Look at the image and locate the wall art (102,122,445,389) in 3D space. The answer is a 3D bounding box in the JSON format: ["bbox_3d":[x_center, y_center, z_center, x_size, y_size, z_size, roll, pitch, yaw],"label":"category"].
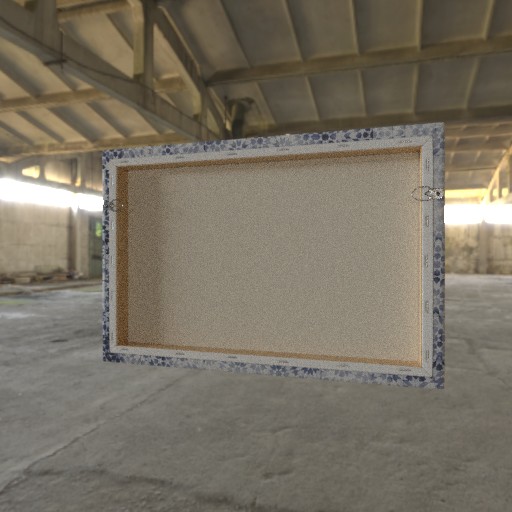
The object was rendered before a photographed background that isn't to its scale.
[{"bbox_3d":[0.000,0.000,1.162,0.911,0.608,0.057,0,0,17],"label":"wall art"}]
